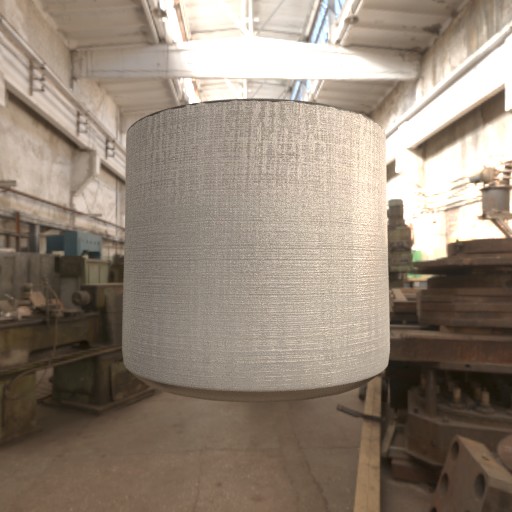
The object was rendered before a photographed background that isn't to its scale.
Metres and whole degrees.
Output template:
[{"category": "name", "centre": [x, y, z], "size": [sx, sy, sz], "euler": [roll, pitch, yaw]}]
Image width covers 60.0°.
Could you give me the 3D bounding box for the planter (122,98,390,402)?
[{"category": "planter", "centre": [0.000, 0.000, 0.218], "size": [0.125, 0.112, 0.125], "euler": [0, -1, 0]}]
